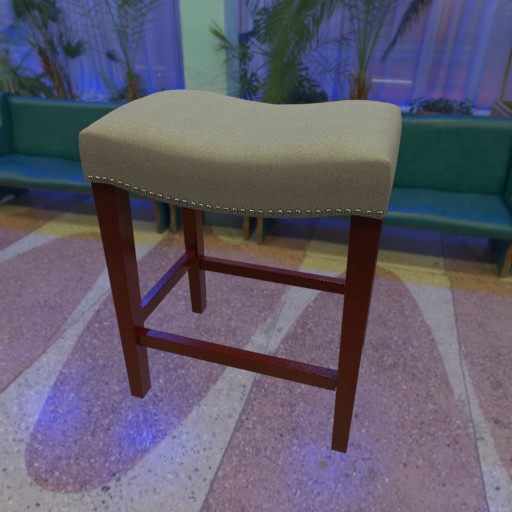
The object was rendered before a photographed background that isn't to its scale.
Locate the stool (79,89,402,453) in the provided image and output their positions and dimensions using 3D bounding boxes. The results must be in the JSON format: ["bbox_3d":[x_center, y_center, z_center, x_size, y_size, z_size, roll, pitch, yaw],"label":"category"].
[{"bbox_3d":[0.000,0.000,0.948,0.509,0.632,0.375,9,31,15],"label":"stool"}]
